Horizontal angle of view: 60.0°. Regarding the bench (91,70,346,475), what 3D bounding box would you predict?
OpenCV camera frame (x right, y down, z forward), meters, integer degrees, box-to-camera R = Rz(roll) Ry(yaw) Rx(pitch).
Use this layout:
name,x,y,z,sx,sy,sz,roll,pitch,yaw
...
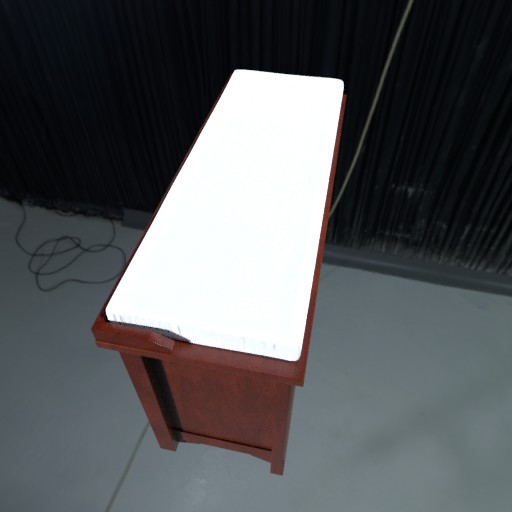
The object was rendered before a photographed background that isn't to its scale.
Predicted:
name,x,y,z,sx,sy,sz,roll,pitch,yaw
bench,0.000,0.000,1.269,0.369,0.646,0.987,9,48,8
